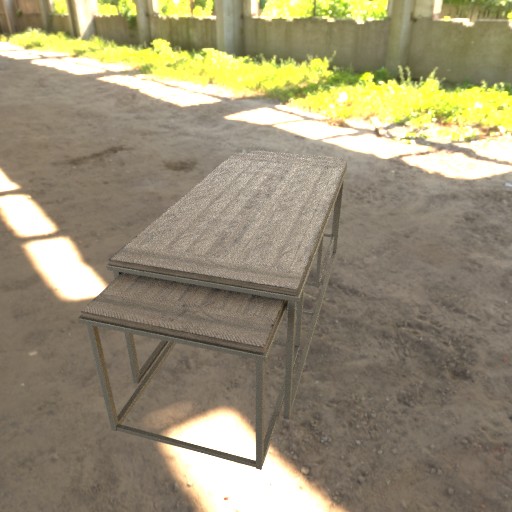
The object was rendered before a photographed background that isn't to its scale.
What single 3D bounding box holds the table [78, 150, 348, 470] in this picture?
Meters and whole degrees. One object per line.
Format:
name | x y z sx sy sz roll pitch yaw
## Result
table | 0.000 0.000 1.550 0.489 0.427 1.312 8 31 14
